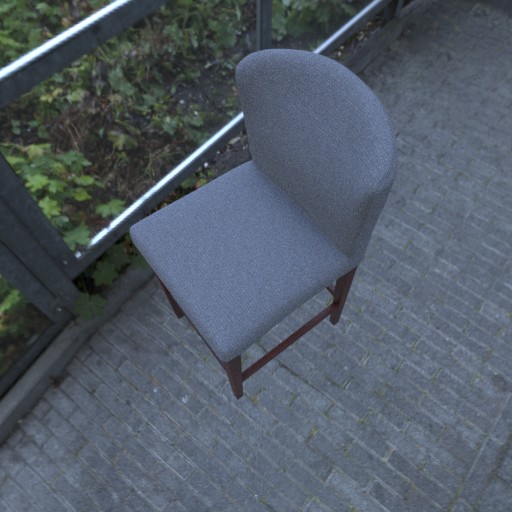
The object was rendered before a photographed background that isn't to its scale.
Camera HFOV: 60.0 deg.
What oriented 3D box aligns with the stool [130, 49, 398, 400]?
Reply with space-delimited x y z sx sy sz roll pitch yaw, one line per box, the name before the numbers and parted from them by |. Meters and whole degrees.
stool | 0.000 0.000 1.363 0.568 1.069 0.486 -34 67 -17
